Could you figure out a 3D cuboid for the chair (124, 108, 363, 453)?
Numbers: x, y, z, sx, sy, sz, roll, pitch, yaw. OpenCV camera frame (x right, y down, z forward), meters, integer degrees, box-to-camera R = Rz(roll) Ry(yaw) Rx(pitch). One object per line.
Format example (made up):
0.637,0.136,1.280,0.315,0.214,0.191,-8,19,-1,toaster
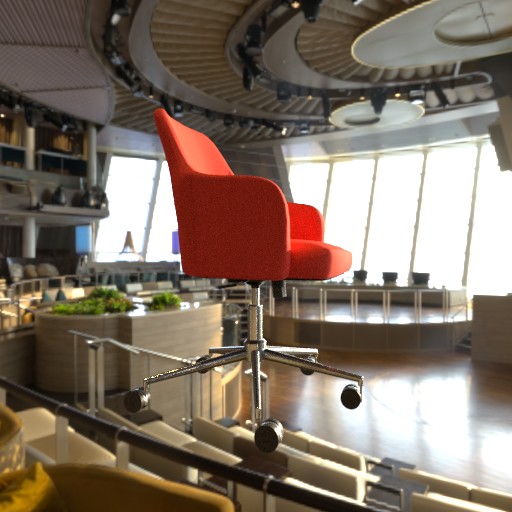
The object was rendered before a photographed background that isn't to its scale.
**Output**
0.000,0.000,1.273,0.600,0.820,0.655,0,0,17,chair
